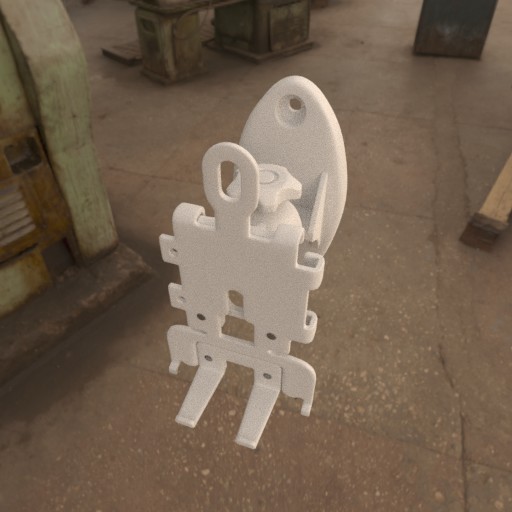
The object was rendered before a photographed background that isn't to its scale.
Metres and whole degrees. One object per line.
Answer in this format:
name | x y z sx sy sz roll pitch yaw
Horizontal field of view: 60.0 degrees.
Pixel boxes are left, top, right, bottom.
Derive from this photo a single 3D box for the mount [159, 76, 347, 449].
mount | 0.000 0.000 0.176 0.066 0.118 0.100 13 43 15
